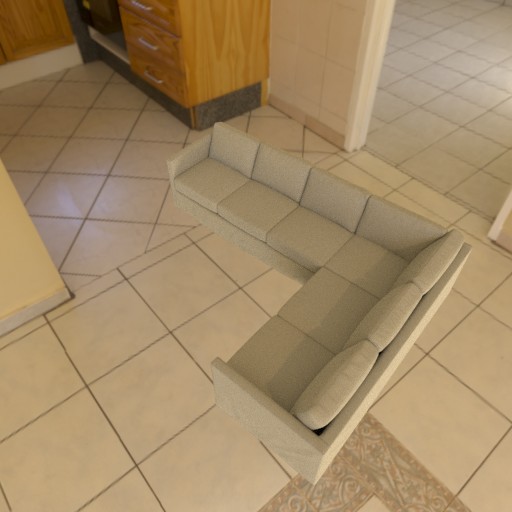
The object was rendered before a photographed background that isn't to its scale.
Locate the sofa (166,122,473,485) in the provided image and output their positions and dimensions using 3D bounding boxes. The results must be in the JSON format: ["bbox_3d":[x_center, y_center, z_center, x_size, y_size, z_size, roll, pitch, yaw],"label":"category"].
[{"bbox_3d":[0.000,0.000,4.296,3.182,0.871,2.432,32,55,26],"label":"sofa"}]
